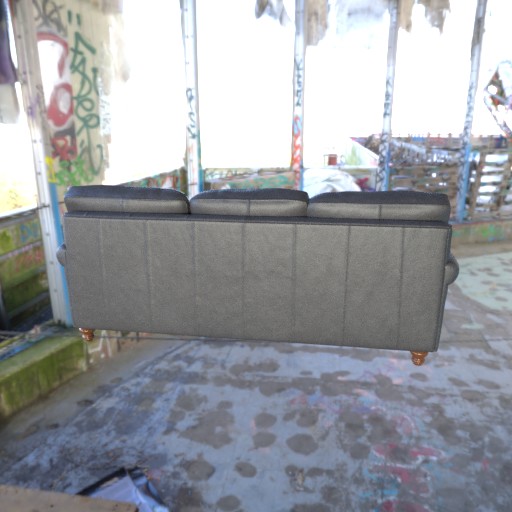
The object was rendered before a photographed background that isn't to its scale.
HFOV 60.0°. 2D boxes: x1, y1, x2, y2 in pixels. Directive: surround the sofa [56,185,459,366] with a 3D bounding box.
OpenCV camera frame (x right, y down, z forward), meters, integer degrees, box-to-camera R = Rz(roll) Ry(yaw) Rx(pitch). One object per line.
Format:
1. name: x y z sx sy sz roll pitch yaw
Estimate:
1. sofa: 0.000 0.000 2.952 2.387 0.977 0.974 2 16 8
